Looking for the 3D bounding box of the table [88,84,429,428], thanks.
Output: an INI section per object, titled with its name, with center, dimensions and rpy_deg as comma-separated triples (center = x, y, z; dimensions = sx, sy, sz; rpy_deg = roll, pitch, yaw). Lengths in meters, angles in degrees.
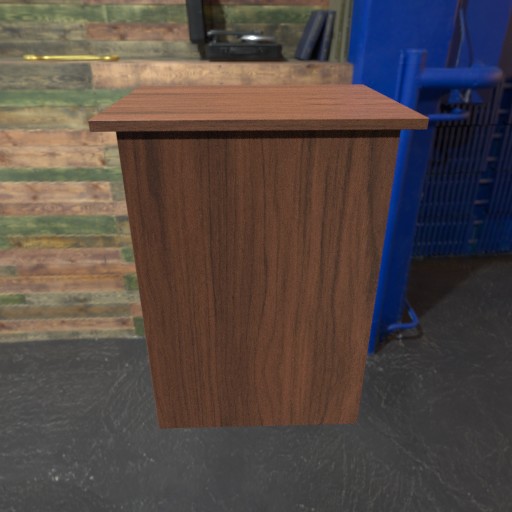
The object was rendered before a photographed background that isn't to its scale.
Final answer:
[table]
center = 0.000, 0.000, 0.939
dimensions = 0.480, 0.636, 0.381
rpy_deg = -1, 28, -2
